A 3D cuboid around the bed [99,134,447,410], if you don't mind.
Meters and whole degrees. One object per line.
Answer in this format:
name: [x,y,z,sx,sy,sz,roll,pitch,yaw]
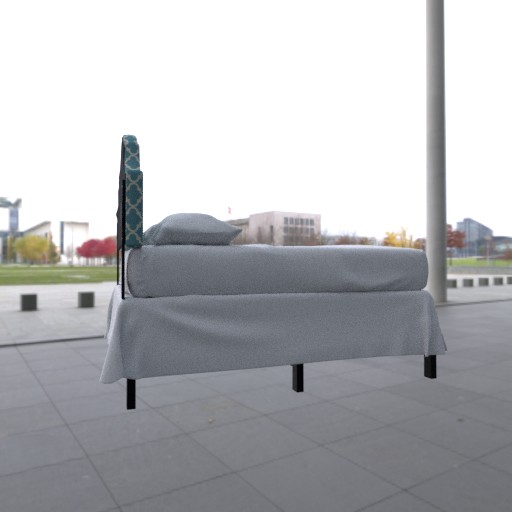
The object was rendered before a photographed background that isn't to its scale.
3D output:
bed: [0.000,0.000,3.386,2.222,1.633,1.780,0,-1,-18]
